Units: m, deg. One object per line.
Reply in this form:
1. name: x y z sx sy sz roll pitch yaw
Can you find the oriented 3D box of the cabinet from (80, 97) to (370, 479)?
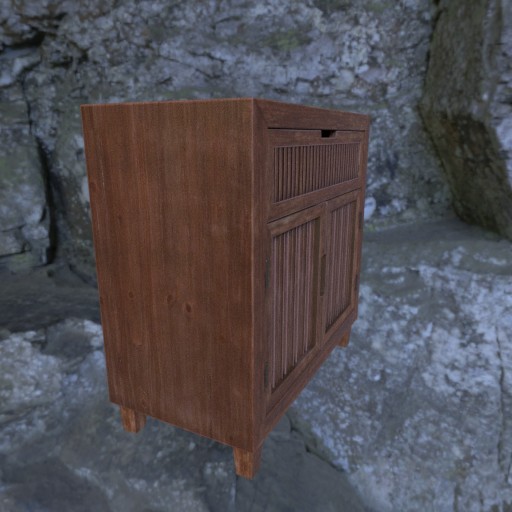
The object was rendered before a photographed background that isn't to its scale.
1. cabinet: 0.000 0.000 1.262 0.412 0.785 0.796 8 17 27
